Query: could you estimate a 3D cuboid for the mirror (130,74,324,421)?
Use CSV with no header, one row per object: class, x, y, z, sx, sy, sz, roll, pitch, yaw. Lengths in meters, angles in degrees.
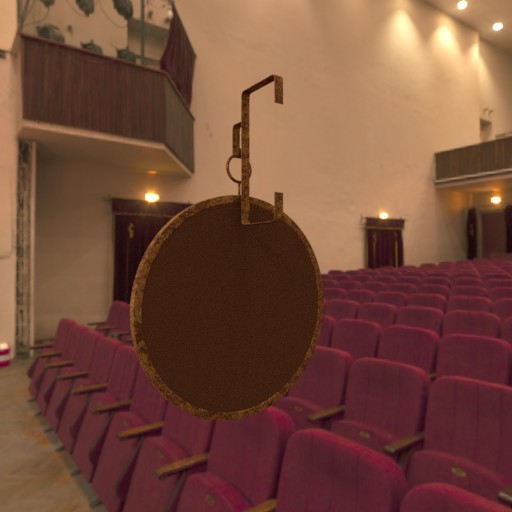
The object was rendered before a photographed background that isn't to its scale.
mirror,0.000,0.000,0.850,0.447,0.651,0.144,0,0,-35
